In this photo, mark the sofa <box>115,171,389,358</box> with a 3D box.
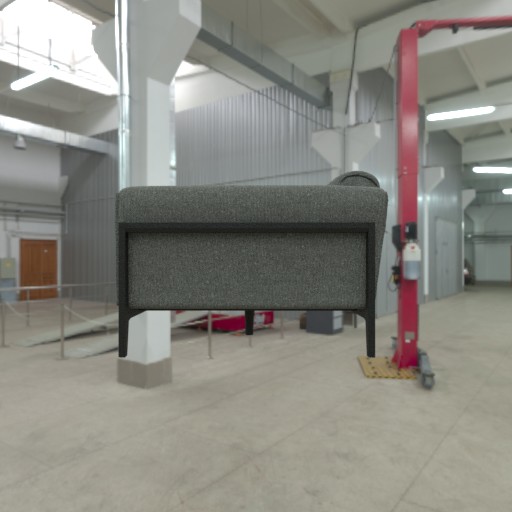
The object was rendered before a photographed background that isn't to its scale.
[{"bbox_3d":[0.000,0.000,2.554,0.985,0.703,2.125,0,0,0],"label":"sofa"}]
